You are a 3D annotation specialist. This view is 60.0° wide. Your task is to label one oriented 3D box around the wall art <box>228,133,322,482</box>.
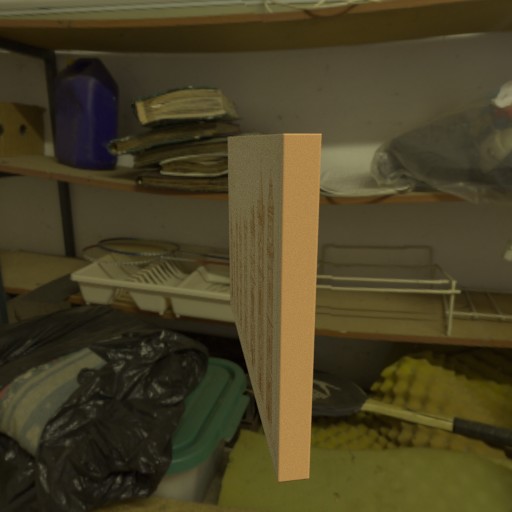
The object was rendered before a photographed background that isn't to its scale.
[{"bbox_3d":[0.000,0.000,0.779,0.039,0.407,0.609,-2,15,-8],"label":"wall art"}]
